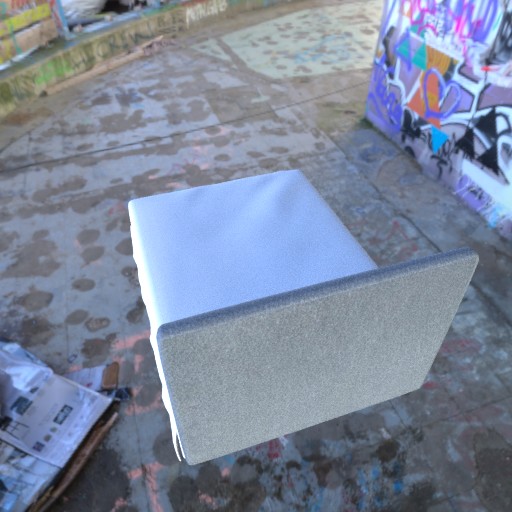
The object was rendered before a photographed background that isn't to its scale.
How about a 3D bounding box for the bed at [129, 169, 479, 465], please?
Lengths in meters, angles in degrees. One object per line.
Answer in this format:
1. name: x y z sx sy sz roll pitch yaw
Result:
1. bed: 0.000 0.000 3.208 1.723 1.330 2.142 -13 44 -14
